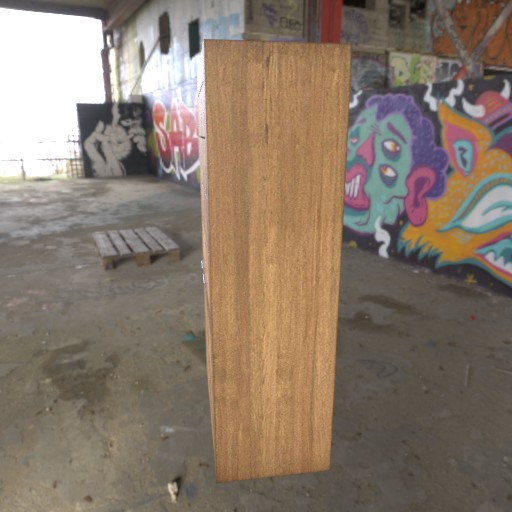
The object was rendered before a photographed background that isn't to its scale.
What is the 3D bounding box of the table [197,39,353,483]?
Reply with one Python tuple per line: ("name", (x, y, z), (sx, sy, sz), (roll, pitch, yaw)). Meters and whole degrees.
("table", (0.000, 0.000, 2.479), (0.600, 2.000, 1.100), (-2, 16, -8))
